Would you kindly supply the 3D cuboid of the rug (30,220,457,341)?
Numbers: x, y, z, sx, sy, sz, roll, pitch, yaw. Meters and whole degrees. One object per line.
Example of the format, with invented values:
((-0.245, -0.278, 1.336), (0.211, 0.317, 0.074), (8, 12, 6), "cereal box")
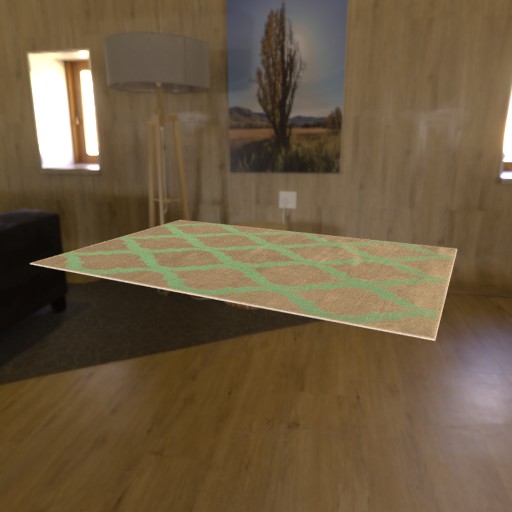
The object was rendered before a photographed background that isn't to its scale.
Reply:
((0.000, 0.000, 2.838), (2.286, 0.006, 1.524), (8, 17, 25), "rug")
